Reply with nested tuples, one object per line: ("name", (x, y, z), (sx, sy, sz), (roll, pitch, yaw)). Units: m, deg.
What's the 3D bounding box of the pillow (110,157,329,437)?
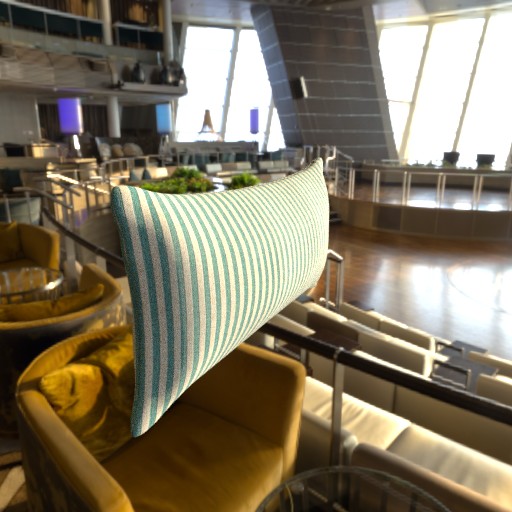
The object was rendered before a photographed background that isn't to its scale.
("pillow", (0.000, 0.000, 0.741), (0.151, 0.295, 0.617), (8, 17, 26))
